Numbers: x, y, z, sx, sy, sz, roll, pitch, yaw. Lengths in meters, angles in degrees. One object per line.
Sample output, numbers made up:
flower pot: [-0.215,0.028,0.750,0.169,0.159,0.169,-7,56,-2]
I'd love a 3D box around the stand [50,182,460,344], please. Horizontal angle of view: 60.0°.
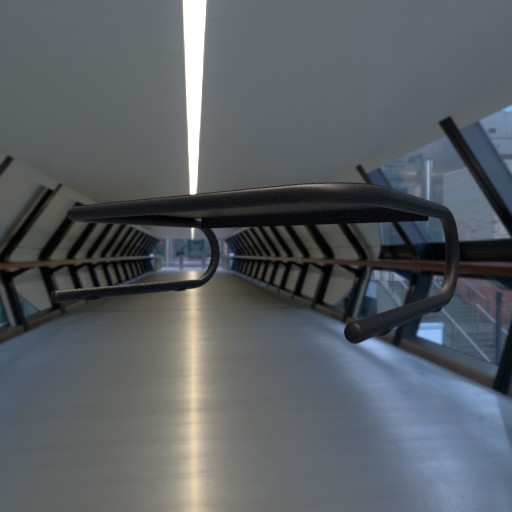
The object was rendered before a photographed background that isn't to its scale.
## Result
stand: [0.000,0.000,0.498,0.370,0.108,0.280,1,1,36]
